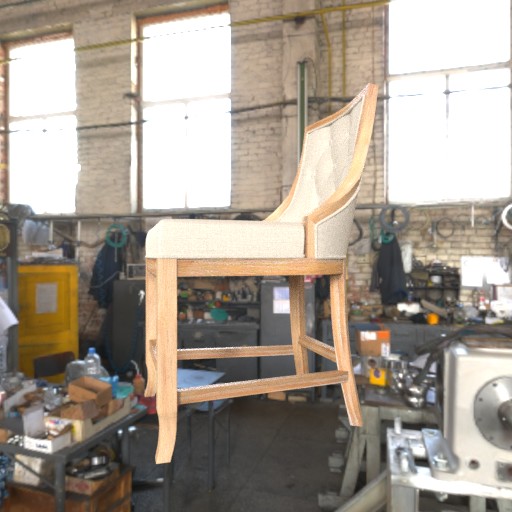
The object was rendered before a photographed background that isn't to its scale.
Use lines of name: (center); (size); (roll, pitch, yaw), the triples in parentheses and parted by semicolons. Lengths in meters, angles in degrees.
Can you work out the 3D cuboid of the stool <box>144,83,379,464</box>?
stool: (0.000, 0.000, 1.332); (0.626, 0.938, 0.524); (0, 0, -17)
